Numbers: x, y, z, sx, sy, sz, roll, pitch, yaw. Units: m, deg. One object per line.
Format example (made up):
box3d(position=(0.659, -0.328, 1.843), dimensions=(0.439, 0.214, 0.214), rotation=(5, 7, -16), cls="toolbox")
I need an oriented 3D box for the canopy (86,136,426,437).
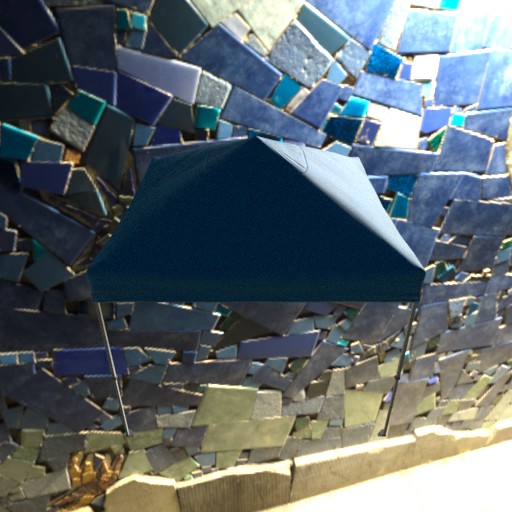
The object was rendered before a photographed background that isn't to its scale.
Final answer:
box3d(position=(0.000, 0.000, 5.509), dimensions=(2.998, 2.997, 2.996), rotation=(0, 32, 0), cls="canopy")
